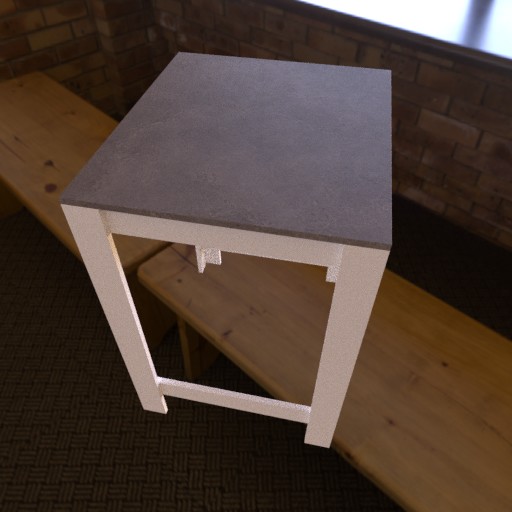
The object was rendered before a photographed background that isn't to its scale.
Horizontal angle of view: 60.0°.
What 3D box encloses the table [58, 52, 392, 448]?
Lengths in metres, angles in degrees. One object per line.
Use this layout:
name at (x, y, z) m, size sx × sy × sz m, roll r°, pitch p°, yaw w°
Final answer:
table at (0.000, 0.000, 1.538) m, size 0.700 × 1.020 × 0.800 m, roll 9°, pitch 47°, yaw 8°
